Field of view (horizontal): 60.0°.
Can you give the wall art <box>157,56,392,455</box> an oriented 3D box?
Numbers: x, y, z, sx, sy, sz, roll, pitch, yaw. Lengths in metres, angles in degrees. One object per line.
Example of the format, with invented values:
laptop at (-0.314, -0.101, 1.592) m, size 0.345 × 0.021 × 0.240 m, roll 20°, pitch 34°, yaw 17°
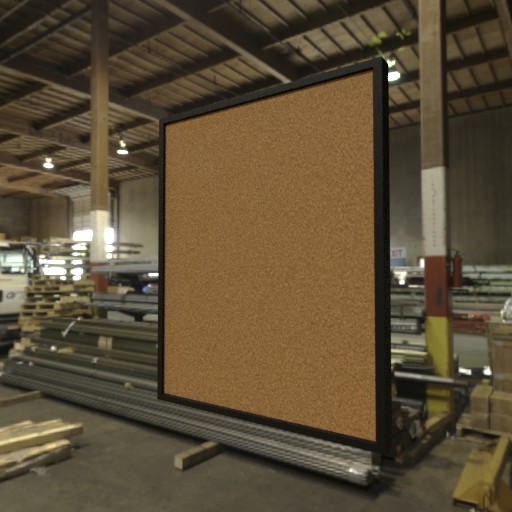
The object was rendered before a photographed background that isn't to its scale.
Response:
wall art at (0.000, 0.000, 0.764) m, size 0.457 × 0.559 × 0.029 m, roll -1°, pitch -2°, yaw 35°
